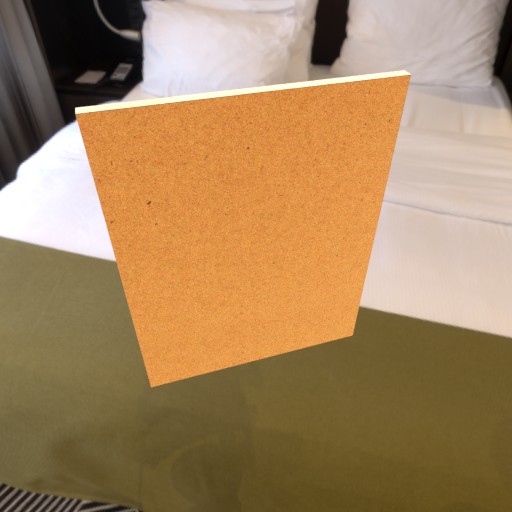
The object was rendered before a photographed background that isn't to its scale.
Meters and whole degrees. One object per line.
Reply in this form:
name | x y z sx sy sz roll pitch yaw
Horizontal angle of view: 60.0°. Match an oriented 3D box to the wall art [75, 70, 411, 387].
wall art | 0.000 0.000 0.819 0.481 0.613 0.020 -11 42 -13
